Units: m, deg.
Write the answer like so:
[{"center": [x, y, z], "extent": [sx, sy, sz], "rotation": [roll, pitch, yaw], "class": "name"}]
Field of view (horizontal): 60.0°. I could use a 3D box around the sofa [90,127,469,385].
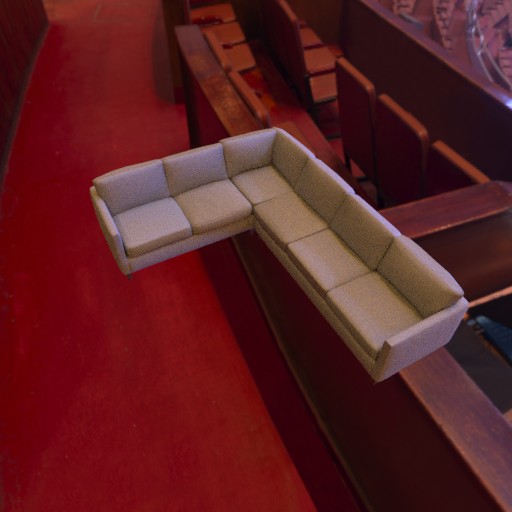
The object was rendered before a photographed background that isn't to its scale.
[{"center": [0.000, 0.000, 4.621], "extent": [2.592, 0.947, 3.301], "rotation": [-21, 50, -19], "class": "sofa"}]
